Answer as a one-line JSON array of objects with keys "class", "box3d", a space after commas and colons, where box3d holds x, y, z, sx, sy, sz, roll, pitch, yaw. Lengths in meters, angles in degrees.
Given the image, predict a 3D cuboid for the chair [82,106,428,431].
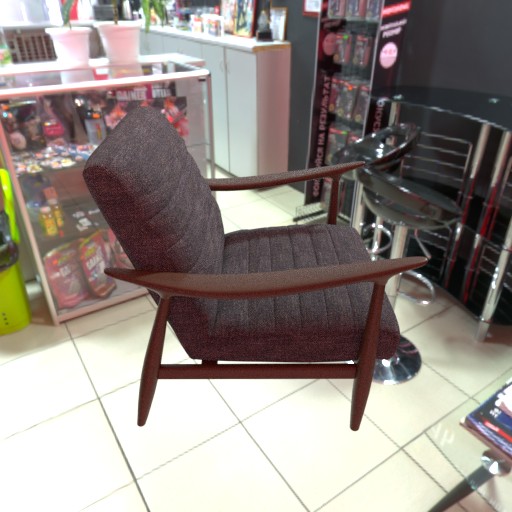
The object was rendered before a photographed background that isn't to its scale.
[{"class": "chair", "box3d": [0.000, 0.000, 1.410, 0.798, 0.832, 0.741, 0, 32, -1]}]
